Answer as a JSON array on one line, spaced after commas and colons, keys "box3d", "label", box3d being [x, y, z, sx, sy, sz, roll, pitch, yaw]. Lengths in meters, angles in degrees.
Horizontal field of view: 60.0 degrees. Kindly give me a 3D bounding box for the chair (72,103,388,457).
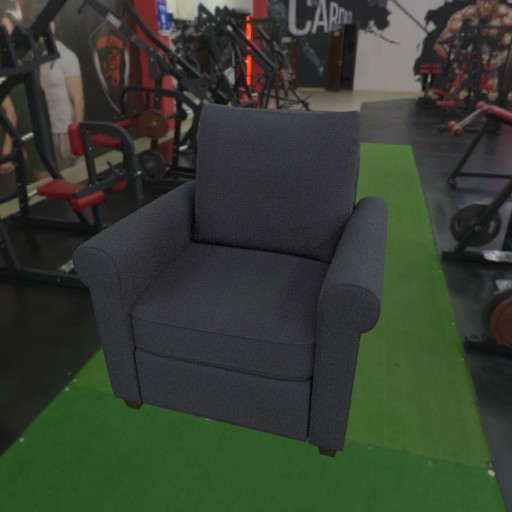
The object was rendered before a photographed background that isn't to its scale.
[{"box3d": [0.000, 0.000, 1.565, 0.867, 0.942, 0.828, 8, 27, 15], "label": "chair"}]
